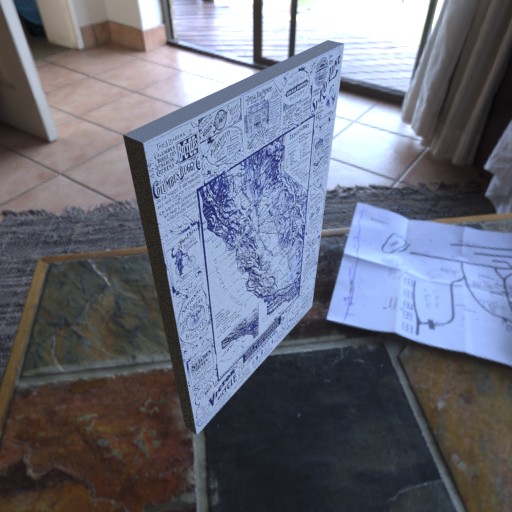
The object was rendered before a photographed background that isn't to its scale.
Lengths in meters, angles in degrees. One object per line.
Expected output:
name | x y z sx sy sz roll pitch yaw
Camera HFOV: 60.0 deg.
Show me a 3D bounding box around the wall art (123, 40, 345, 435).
wall art | 0.000 0.000 0.958 0.039 0.753 0.511 27 48 27
